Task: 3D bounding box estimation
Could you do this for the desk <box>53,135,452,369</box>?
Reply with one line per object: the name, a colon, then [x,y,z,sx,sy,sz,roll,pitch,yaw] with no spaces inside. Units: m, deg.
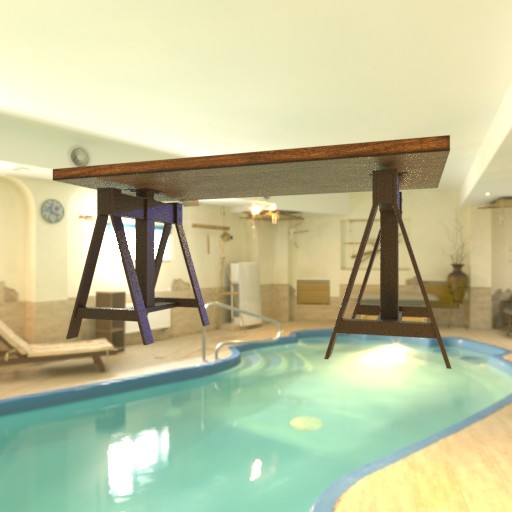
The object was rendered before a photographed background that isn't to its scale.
desk: [0.000,0.000,1.962,1.543,0.725,0.784,0,0,20]
